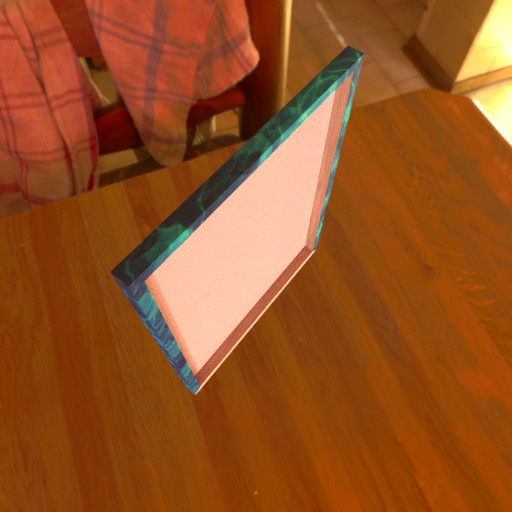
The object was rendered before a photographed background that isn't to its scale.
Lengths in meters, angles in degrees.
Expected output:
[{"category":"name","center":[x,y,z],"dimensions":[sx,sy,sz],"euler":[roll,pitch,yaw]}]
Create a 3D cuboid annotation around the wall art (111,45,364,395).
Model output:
[{"category":"wall art","center":[0.000,0.000,1.058],"dimensions":[0.038,0.760,0.609],"euler":[35,67,17]}]
